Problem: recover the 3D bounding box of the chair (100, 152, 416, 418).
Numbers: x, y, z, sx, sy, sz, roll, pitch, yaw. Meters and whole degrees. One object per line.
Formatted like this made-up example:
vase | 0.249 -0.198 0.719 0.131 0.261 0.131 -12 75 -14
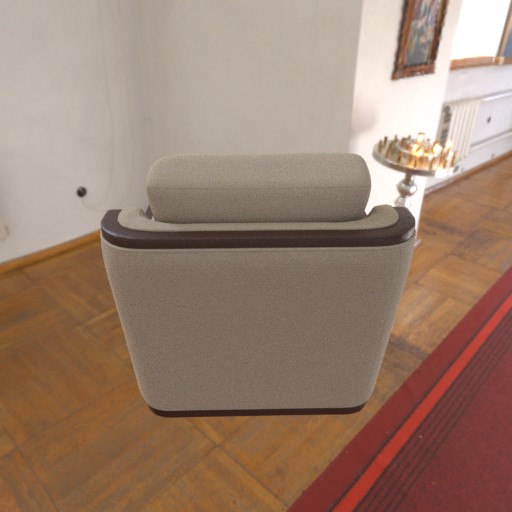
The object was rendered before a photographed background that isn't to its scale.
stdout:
chair | 0.000 0.000 1.642 0.870 0.930 0.950 -1 30 -1
